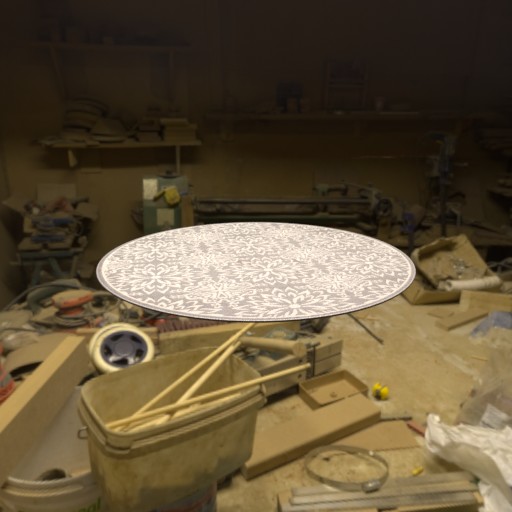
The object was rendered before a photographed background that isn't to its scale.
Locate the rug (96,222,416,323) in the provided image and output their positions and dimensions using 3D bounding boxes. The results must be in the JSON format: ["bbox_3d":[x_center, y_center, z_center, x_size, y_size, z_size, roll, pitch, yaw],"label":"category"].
[{"bbox_3d":[0.000,0.000,2.334,1.593,0.012,1.593,0,17,0],"label":"rug"}]
